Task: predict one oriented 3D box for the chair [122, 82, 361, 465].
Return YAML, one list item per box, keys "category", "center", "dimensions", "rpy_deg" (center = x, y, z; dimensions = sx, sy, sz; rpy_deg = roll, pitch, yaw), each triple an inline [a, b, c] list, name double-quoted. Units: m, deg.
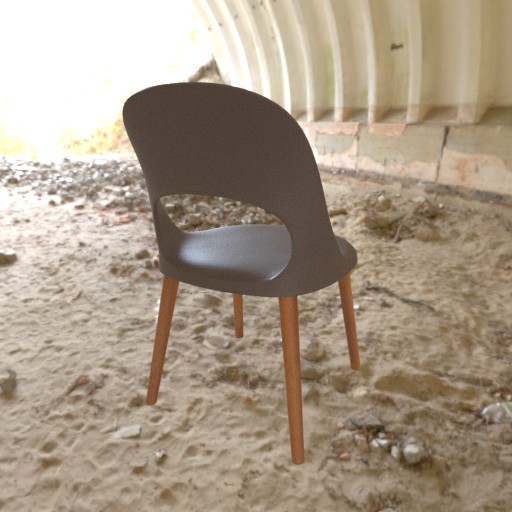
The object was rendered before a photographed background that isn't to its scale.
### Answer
- category: "chair"
  center: [0.000, 0.000, 1.136]
  dimensions: [0.470, 0.794, 0.556]
  rpy_deg: [9, 19, 28]
